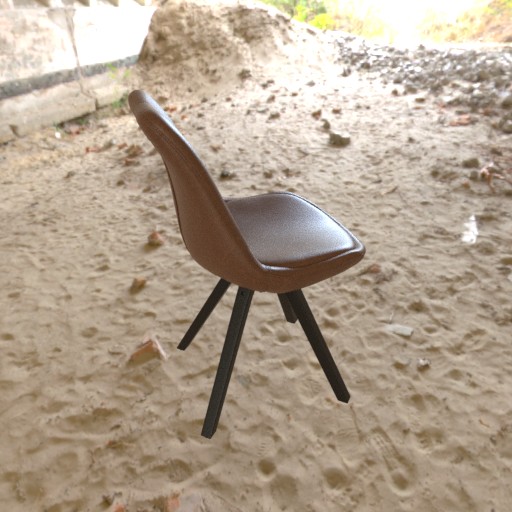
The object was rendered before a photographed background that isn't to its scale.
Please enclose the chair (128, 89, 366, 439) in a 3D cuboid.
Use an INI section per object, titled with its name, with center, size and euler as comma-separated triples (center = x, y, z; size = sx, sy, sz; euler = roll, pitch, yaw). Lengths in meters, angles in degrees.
[chair]
center = 0.000, 0.000, 1.209
size = 0.550, 0.850, 0.475
euler = -10, 31, -16
